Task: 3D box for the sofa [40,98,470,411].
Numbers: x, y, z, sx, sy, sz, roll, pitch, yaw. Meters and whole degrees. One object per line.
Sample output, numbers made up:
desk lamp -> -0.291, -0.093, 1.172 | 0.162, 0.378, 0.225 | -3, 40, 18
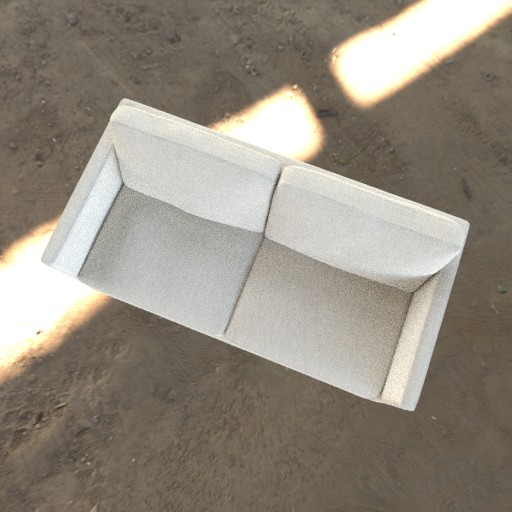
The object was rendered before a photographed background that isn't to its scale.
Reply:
sofa -> 0.000, 0.000, 2.341 | 1.838, 0.963, 0.950 | 21, 78, 5
